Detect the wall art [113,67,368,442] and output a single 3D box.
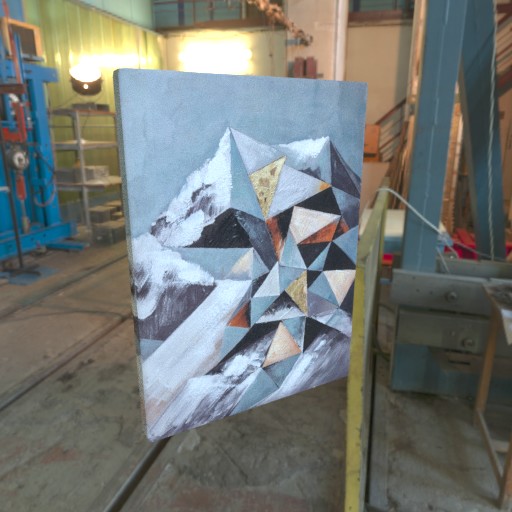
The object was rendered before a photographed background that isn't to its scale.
[{"bbox_3d":[0.000,0.000,0.815,0.455,0.613,0.037,-9,19,-28],"label":"wall art"}]
